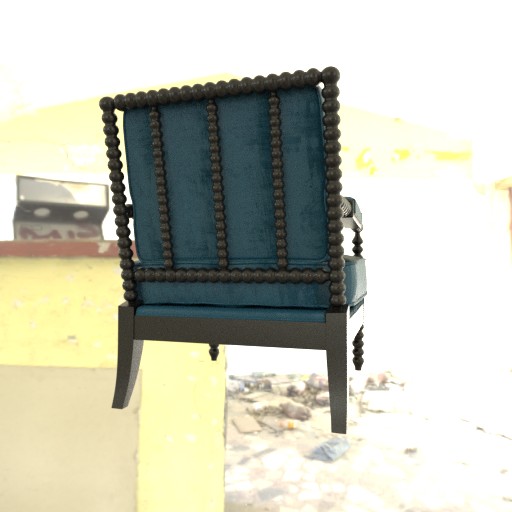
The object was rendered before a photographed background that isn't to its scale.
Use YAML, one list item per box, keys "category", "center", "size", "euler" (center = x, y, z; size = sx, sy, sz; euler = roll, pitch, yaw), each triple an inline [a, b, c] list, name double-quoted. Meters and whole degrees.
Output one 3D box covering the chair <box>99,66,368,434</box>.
- category: "chair"
  center: [0.000, 0.000, 1.449]
  size: [0.688, 0.857, 0.805]
  euler: [0, -1, 17]
